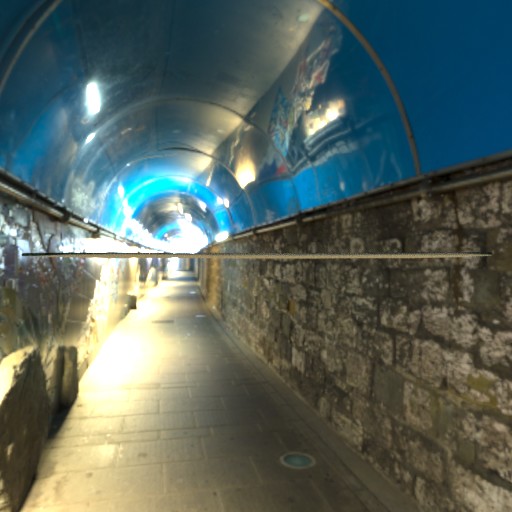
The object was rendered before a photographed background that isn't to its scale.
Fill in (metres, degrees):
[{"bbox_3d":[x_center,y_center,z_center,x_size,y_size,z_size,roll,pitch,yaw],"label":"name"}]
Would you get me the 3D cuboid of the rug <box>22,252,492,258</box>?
[{"bbox_3d":[0.000,0.000,2.173,1.728,0.017,1.136,0,-1,0],"label":"rug"}]
